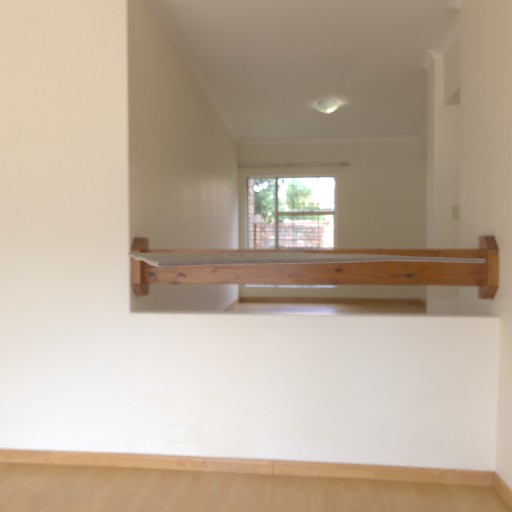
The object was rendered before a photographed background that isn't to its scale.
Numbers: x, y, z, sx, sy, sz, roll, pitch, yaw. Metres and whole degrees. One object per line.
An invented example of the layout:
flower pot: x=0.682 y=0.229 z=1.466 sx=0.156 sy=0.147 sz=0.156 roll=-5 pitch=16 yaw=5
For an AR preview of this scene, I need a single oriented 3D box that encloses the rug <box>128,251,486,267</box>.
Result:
rug: x=0.000 y=0.000 z=2.367 sx=1.252 sy=0.034 sz=1.829 roll=0 pitch=1 yaw=-19
